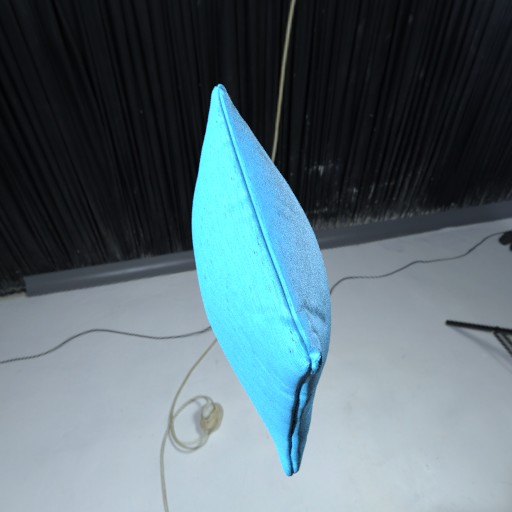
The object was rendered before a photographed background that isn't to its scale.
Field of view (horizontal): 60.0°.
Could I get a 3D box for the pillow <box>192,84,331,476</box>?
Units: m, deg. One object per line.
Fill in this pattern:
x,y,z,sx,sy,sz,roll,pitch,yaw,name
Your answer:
0.000,0.000,0.778,0.210,0.338,0.633,-9,47,-8,pillow
